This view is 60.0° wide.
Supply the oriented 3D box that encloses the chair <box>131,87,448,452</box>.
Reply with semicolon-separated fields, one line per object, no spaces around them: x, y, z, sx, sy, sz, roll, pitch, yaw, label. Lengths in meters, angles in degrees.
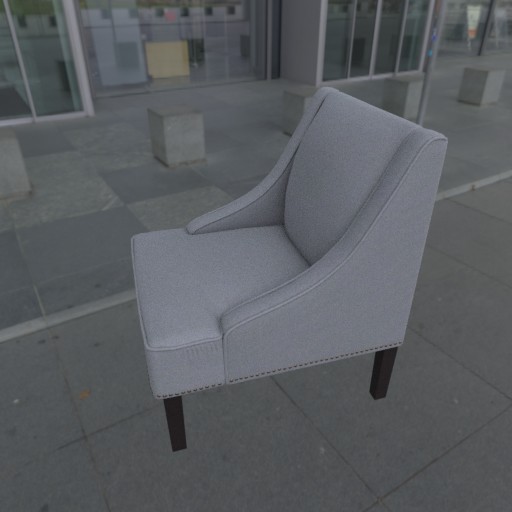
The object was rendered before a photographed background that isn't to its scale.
0.000;0.000;1.383;0.747;0.867;0.631;-9;32;-14;chair
